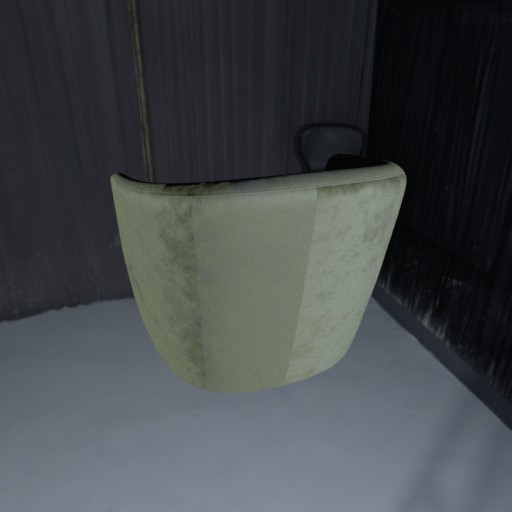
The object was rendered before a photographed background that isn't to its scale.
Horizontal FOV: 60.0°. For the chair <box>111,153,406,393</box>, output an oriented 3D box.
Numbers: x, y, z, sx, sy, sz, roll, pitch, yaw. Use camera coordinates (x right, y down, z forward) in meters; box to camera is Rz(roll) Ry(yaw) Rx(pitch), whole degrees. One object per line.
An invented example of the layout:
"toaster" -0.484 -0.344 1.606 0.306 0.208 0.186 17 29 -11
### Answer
"chair" 0.000 0.000 1.350 0.773 0.698 0.767 -9 28 -16
